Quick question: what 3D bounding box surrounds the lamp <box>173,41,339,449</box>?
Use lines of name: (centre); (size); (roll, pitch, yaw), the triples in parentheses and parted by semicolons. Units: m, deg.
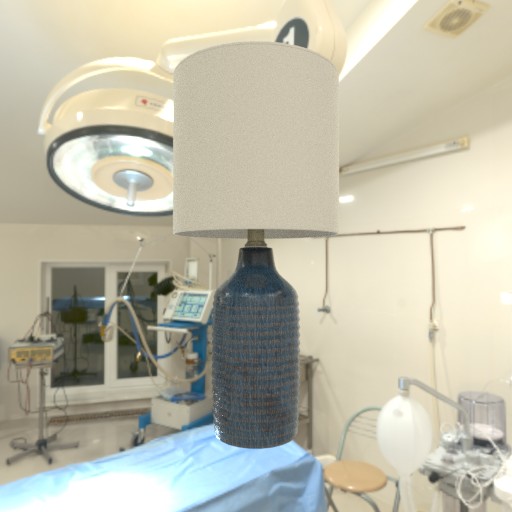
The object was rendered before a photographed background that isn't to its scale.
lamp: (0.000, 0.000, 0.599); (0.220, 0.475, 0.220); (0, -1, -38)
